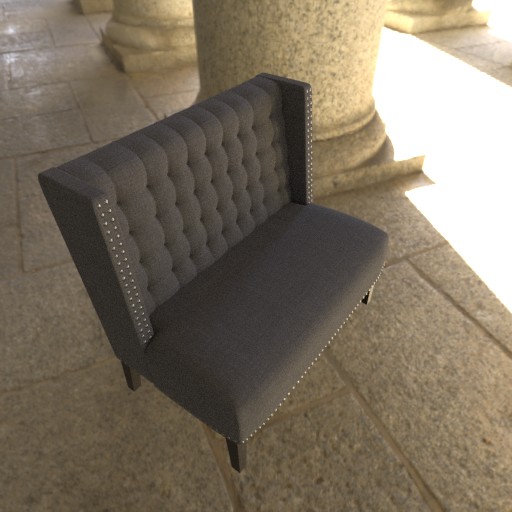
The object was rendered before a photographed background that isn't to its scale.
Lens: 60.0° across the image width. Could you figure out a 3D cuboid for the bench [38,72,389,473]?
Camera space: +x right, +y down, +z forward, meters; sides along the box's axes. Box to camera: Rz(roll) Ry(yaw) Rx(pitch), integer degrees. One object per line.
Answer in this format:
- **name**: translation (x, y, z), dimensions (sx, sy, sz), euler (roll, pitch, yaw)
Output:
- **bench**: translation (0.000, 0.000, 1.980), dimensions (0.842, 1.121, 1.276), euler (26, 46, 27)
